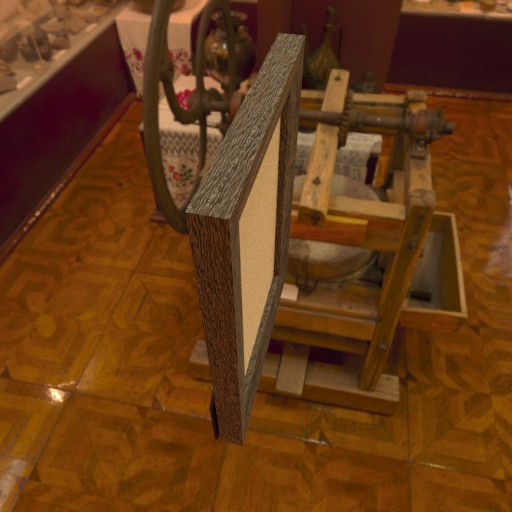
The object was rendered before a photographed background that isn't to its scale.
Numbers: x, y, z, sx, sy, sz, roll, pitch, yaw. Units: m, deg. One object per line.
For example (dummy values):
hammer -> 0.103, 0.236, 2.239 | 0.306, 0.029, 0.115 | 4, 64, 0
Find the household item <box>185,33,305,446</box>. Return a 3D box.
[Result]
household item -> 0.000, 0.000, 0.281 | 0.020, 0.210, 0.160 | 10, 48, 9
